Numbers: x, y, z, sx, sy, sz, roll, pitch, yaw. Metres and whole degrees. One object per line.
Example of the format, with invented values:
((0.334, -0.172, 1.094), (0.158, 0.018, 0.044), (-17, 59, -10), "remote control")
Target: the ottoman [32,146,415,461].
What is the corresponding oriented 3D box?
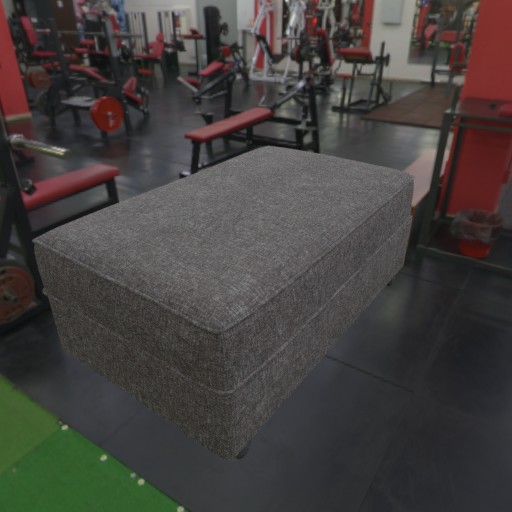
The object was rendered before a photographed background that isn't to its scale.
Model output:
((0.000, 0.000, 1.535), (0.717, 0.487, 1.184), (20, 35, 31), "ottoman")
